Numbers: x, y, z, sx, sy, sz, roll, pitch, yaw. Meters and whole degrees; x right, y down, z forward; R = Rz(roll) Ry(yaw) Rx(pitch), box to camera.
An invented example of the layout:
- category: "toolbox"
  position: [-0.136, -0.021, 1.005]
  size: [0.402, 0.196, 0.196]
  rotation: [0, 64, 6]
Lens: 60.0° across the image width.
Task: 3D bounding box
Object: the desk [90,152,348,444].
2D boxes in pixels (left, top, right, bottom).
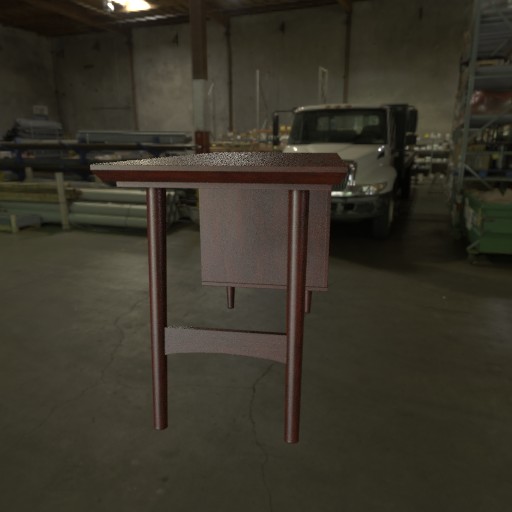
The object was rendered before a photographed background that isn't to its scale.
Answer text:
- category: "desk"
  position: [0.000, 0.000, 1.730]
  size: [0.612, 0.758, 1.277]
  rotation: [2, 15, 9]
